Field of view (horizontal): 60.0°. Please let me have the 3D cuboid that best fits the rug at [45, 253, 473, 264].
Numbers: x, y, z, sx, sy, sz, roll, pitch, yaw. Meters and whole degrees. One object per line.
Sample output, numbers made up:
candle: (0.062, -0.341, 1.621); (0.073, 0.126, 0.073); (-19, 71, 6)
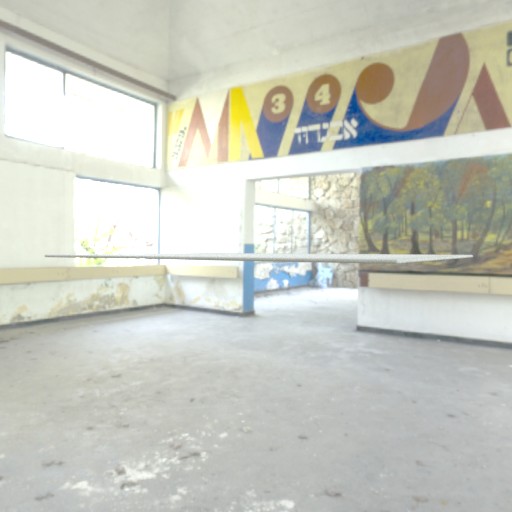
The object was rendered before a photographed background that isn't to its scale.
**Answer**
rug: (0.000, 0.000, 2.266); (1.829, 0.013, 1.219); (1, 1, 35)
